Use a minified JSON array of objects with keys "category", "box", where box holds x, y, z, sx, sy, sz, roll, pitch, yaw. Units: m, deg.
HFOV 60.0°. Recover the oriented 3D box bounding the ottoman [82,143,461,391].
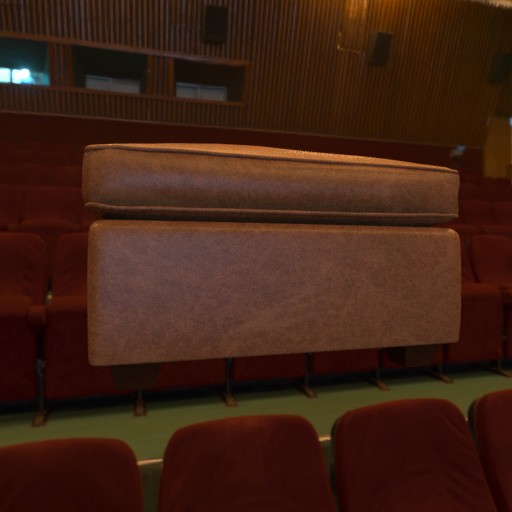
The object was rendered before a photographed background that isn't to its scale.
[{"category":"ottoman","box":[0.000,0.000,1.072,0.756,0.468,0.554,0,0,-17]}]
